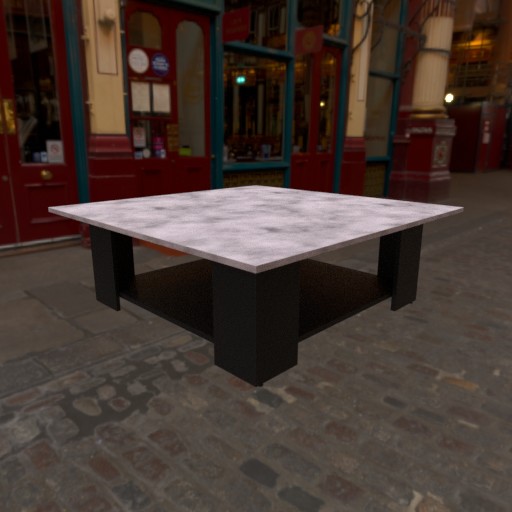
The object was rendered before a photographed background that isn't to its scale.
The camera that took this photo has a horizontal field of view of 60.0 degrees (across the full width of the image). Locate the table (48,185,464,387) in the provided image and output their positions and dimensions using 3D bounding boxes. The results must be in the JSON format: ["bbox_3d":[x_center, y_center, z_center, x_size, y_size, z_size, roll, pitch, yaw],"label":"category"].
[{"bbox_3d":[0.000,0.000,1.381,0.890,0.305,0.890,-15,21,-43],"label":"table"}]
